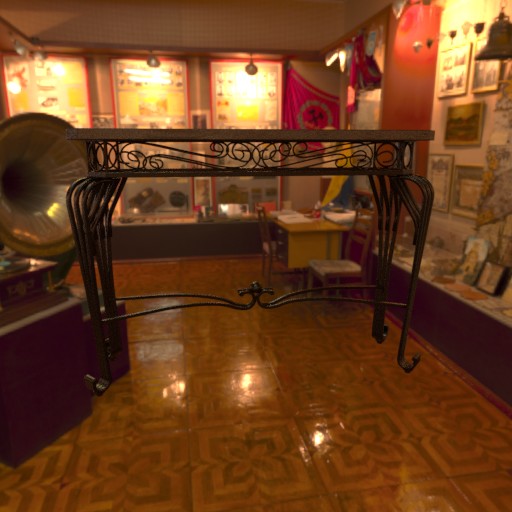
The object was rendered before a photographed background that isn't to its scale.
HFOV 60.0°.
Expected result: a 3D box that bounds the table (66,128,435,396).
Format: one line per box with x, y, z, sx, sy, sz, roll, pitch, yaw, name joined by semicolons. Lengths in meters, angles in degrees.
0.000;0.000;1.472;1.112;0.800;0.329;-2;14;-8;table
